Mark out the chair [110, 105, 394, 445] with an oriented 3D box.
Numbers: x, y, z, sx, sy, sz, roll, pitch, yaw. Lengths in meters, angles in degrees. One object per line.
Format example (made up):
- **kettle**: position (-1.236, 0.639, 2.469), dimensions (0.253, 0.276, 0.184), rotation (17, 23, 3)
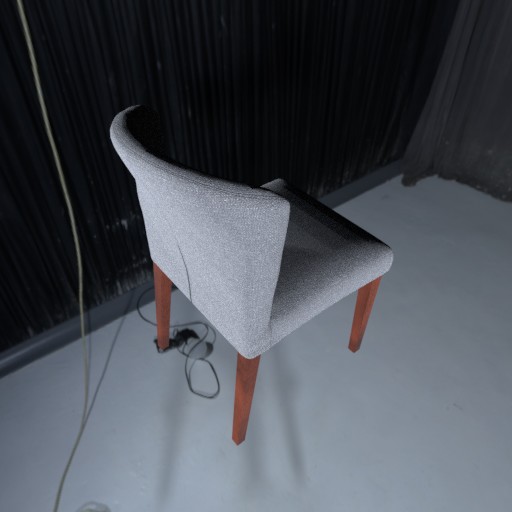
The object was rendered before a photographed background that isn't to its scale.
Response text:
- **chair**: position (0.000, 0.000, 1.194), dimensions (0.589, 0.839, 0.491), rotation (-29, 49, -28)
